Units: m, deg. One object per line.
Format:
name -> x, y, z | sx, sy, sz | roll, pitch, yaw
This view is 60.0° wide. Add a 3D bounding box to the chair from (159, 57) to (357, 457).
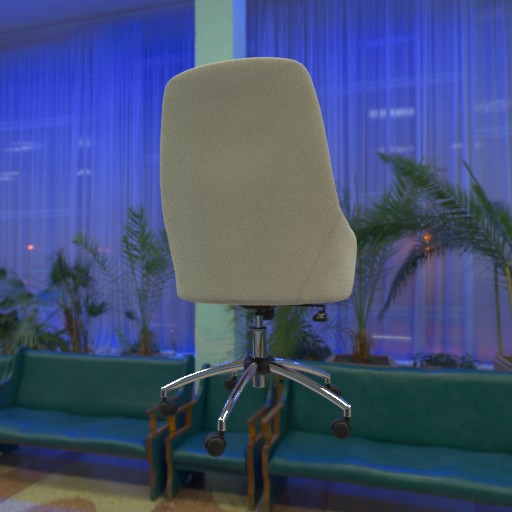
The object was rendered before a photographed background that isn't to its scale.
chair -> 0.000, 0.000, 1.441 | 0.620, 1.049, 0.640 | -1, -2, 19
